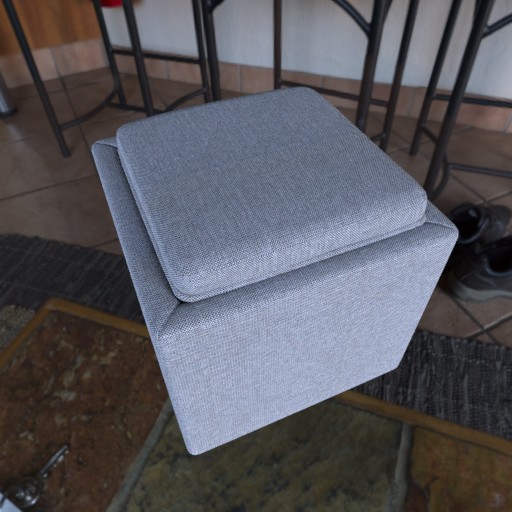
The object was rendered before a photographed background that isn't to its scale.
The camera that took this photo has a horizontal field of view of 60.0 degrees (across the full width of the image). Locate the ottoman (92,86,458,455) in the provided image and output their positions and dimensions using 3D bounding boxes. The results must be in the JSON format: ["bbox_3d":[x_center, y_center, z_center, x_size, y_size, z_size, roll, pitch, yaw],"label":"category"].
[{"bbox_3d":[0.000,0.000,0.828,0.450,0.460,0.450,-18,49,-16],"label":"ottoman"}]
